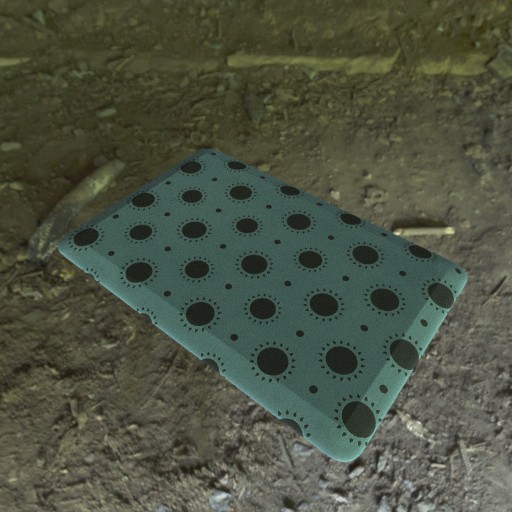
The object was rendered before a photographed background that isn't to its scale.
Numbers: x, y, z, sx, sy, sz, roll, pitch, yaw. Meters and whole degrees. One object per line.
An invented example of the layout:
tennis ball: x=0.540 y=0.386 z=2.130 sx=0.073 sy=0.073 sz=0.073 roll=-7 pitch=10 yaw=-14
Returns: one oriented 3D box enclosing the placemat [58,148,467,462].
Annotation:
placemat: x=0.000 y=0.000 z=0.953 sx=0.762 sy=0.021 sz=0.508 roll=30 pitch=54 yaw=25
